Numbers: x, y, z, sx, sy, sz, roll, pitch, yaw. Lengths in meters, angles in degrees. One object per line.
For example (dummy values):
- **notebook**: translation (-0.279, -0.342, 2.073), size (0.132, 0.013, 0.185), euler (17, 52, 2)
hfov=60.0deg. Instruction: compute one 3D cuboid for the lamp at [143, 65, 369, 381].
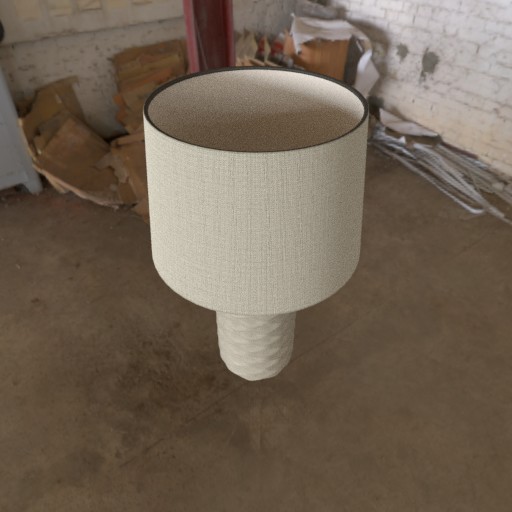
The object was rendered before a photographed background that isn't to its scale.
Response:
- **lamp**: translation (0.000, 0.000, 0.839), size (0.376, 0.594, 0.376), euler (0, 40, 0)
